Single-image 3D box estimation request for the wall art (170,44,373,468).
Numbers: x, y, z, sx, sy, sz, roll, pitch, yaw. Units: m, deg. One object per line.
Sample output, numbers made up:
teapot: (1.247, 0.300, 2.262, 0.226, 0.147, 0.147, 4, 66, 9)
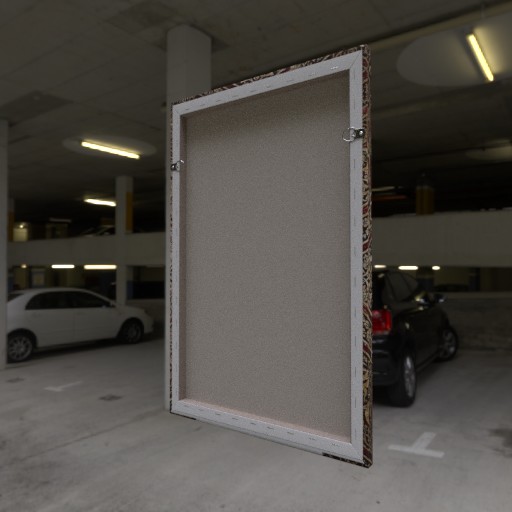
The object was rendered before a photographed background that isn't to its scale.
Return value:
wall art: (0.000, 0.000, 1.127, 0.599, 0.904, 0.030, -1, -1, 36)
